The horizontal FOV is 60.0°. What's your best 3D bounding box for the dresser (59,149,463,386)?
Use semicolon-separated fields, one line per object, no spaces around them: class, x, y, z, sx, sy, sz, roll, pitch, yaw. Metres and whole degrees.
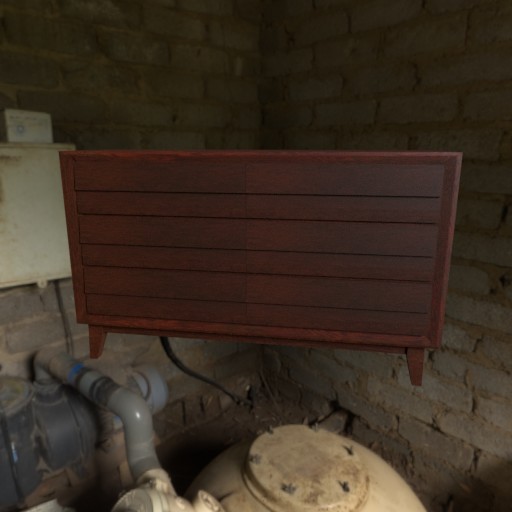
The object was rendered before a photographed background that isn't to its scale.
dresser;0.000;0.000;2.098;1.609;0.971;0.499;2;14;9
